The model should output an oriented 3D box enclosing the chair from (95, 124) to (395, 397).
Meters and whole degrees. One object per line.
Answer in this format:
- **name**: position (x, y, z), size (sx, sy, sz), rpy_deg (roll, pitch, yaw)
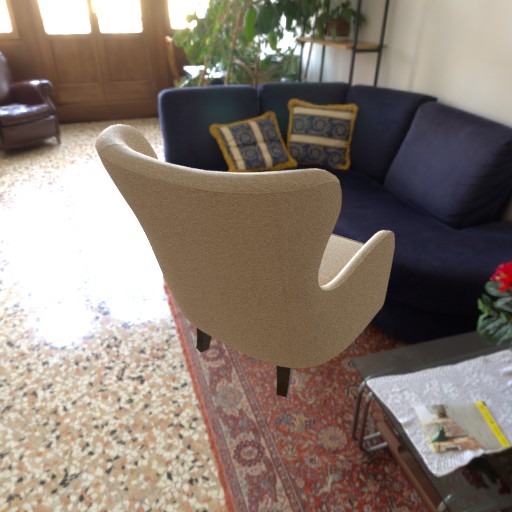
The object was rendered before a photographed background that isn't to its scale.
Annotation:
- **chair**: position (0.000, 0.000, 1.799), size (0.861, 1.064, 0.984), rpy_deg (20, 36, 31)
